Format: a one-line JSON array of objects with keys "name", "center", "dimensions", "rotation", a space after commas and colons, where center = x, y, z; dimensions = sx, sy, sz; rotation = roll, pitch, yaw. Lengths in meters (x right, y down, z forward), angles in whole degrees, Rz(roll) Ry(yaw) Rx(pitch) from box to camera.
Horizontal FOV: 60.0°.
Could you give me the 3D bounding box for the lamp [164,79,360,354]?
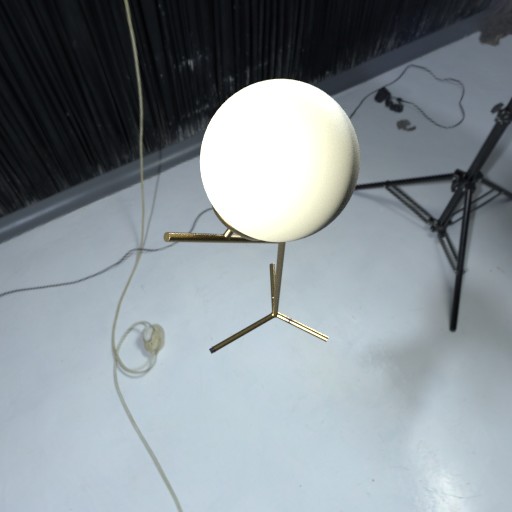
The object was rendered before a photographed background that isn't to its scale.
[{"name": "lamp", "center": [0.000, 0.000, 0.672], "dimensions": [0.251, 0.552, 0.210], "rotation": [-28, 63, -16]}]
